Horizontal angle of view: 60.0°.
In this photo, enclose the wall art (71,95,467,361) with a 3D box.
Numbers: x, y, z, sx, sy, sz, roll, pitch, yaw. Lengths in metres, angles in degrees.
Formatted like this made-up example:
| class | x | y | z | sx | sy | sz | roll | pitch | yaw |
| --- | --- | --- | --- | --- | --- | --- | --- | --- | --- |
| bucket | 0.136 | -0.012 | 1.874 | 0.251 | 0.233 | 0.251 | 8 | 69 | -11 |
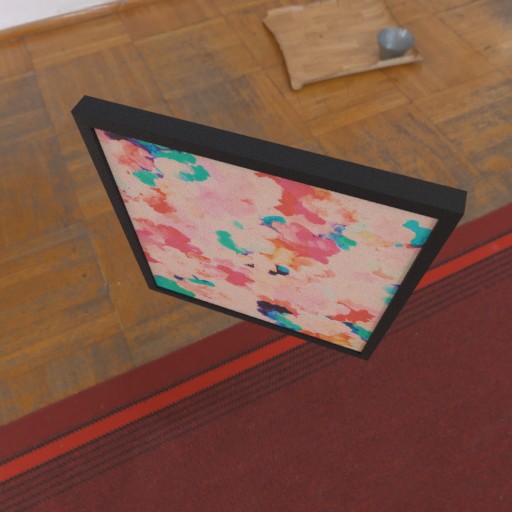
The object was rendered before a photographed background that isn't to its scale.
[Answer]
| class | x | y | z | sx | sy | sz | roll | pitch | yaw |
| --- | --- | --- | --- | --- | --- | --- | --- | --- | --- |
| wall art | 0.000 | 0.000 | 0.762 | 0.506 | 0.503 | 0.036 | 17 | 60 | 10 |
